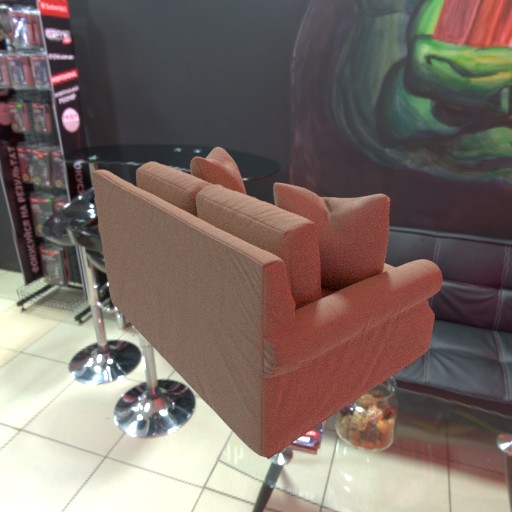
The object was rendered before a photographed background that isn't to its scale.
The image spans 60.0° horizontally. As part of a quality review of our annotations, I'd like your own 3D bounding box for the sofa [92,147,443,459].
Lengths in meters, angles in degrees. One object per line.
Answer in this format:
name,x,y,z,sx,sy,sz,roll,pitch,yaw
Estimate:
sofa,0.000,0.000,2.205,1.070,0.905,1.550,-18,30,-34
